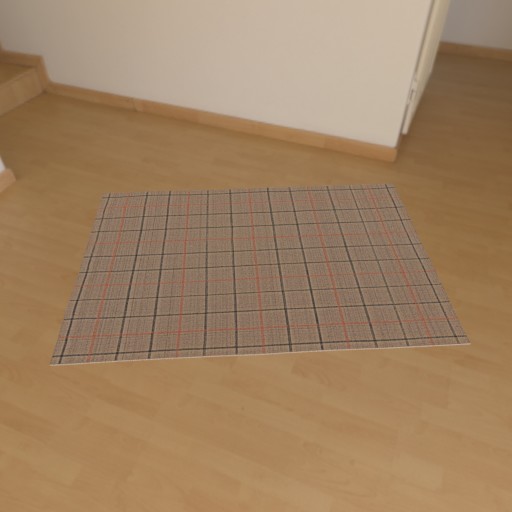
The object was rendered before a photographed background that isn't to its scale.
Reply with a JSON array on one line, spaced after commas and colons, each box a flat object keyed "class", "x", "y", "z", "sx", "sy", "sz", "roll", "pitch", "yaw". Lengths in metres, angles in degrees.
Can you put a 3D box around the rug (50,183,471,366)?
[{"class": "rug", "x": 0.000, "y": 0.000, "z": 2.355, "sx": 1.829, "sy": 0.013, "sz": 1.220, "roll": -2, "pitch": 44, "yaw": -2}]
